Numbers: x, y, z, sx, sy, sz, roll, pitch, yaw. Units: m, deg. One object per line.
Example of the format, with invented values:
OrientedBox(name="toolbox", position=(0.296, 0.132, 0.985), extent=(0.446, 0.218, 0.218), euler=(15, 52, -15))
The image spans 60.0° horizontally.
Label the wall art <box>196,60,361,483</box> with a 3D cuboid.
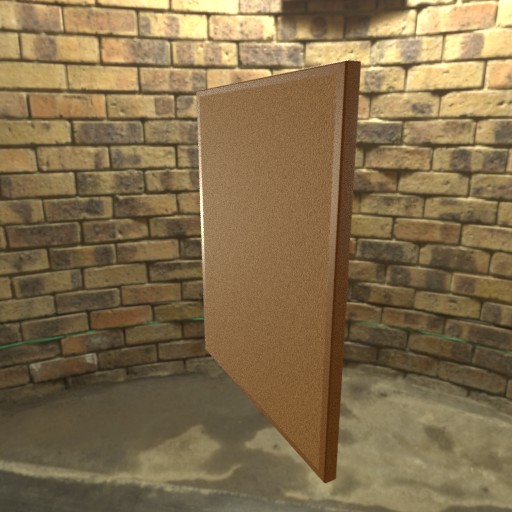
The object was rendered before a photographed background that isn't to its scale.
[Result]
OrientedBox(name="wall art", position=(0.000, 0.000, 0.511), extent=(0.015, 0.379, 0.310), euler=(-8, 18, -27))
